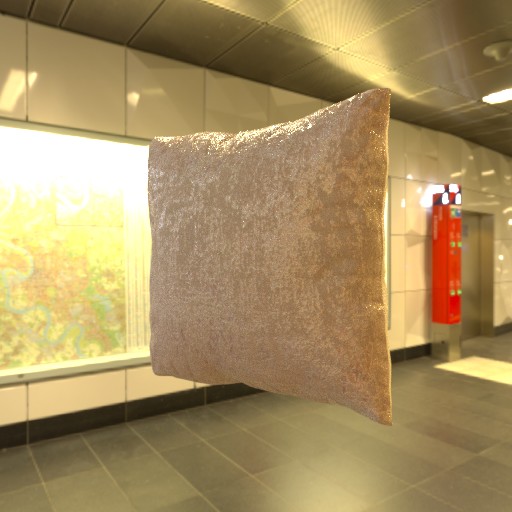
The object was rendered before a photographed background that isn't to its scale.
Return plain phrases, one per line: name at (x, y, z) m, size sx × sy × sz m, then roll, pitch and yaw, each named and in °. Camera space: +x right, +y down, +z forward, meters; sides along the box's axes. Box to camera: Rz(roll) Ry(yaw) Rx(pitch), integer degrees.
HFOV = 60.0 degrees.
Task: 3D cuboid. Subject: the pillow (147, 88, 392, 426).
pillow at (0.000, 0.000, 0.714) m, size 0.450 × 0.448 × 0.245 m, roll 0°, pitch 0°, yaw 36°
